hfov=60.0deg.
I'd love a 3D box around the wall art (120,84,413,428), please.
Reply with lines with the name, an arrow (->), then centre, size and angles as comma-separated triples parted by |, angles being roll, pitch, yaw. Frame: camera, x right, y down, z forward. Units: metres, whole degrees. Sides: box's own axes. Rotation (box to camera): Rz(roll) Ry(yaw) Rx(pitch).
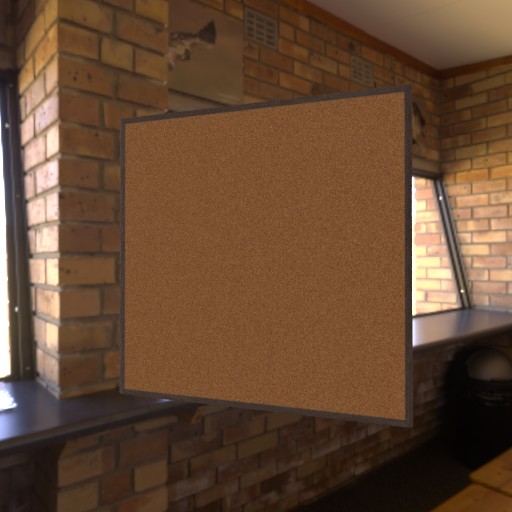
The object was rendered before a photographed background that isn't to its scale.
wall art -> 0.000, 0.000, 0.455 | 0.303, 0.302, 0.038 | 0, 0, 19
